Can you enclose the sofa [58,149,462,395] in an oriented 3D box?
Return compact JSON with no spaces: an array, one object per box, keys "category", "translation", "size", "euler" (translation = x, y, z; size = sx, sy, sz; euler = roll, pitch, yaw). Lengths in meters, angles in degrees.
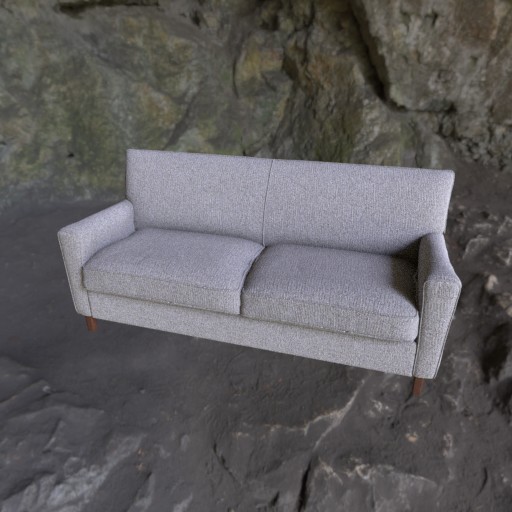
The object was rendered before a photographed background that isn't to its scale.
[{"category":"sofa","translation":[0.000,0.000,2.498],"size":[2.026,0.942,0.854],"euler":[7,26,15]}]
